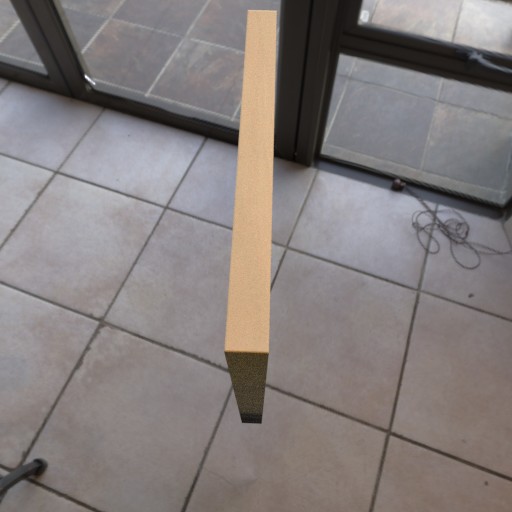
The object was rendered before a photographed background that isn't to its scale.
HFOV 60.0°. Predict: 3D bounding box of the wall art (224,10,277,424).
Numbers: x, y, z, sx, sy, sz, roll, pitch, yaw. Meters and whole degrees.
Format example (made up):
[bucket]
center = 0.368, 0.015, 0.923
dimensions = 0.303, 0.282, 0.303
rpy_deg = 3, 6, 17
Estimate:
[wall art]
center = 0.000, 0.000, 0.688
dimensions = 0.037, 0.511, 0.435
rpy_deg = 2, 63, 1
